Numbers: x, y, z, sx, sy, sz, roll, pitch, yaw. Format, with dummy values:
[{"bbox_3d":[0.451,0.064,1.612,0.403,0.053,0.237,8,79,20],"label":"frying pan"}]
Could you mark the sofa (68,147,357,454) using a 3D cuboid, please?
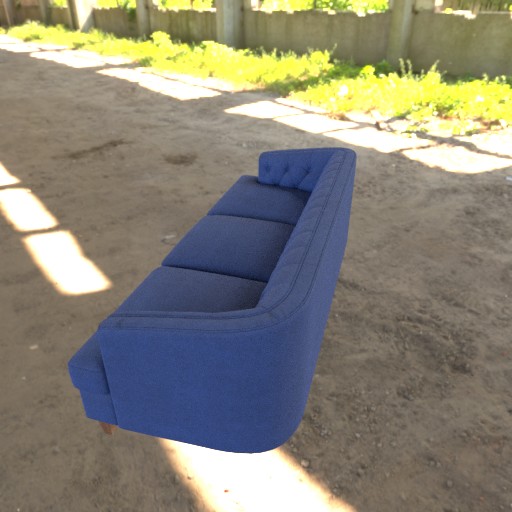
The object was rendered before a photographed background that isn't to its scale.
[{"bbox_3d":[0.000,0.000,2.572,0.914,0.787,2.235,9,31,14],"label":"sofa"}]
